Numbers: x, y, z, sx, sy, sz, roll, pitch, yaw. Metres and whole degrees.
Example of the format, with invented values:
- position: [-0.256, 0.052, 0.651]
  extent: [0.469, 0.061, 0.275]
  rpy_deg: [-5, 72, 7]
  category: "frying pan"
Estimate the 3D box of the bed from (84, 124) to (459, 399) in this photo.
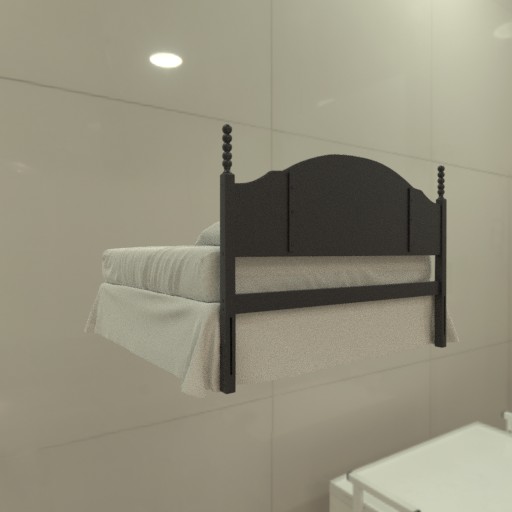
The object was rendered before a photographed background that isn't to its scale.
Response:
- position: [0.000, 0.000, 3.645]
  extent: [2.322, 1.355, 2.219]
  rpy_deg: [0, 1, -35]
  category: "bed"
